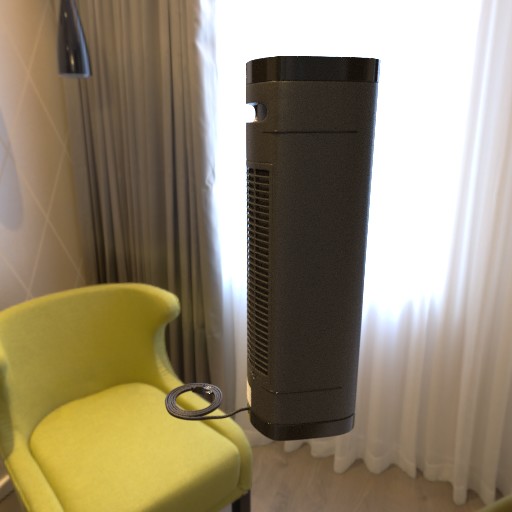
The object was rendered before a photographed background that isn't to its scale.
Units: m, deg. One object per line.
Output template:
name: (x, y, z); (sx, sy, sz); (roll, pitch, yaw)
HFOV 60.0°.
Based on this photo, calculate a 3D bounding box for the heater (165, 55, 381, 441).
heater: (0.000, 0.000, 0.686); (0.312, 0.552, 0.174); (-2, 17, -8)
